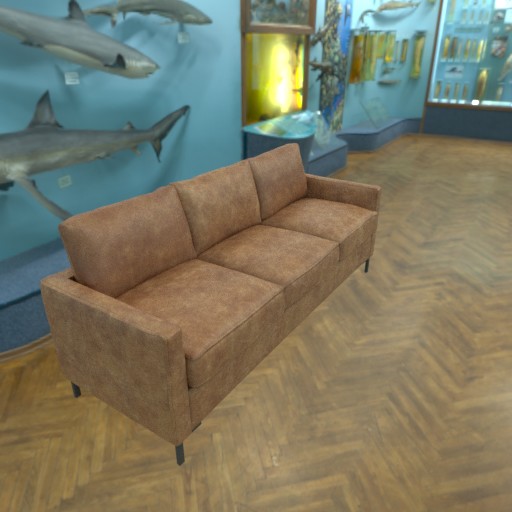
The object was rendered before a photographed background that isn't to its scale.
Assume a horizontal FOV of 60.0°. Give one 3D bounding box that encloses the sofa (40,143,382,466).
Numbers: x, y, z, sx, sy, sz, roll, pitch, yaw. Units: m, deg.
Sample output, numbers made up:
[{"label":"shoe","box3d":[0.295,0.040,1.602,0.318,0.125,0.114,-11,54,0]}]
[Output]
[{"label":"sofa","box3d":[0.000,0.000,2.394,0.748,0.863,2.029,16,30,30]}]
